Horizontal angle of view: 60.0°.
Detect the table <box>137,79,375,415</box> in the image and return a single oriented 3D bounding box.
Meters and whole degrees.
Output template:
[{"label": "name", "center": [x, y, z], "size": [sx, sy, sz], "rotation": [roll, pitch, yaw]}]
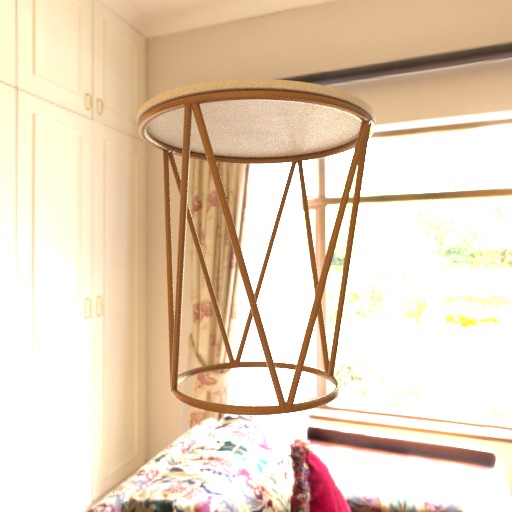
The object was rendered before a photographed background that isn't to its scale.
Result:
[{"label": "table", "center": [0.000, 0.000, 0.959], "size": [0.500, 0.564, 0.500], "rotation": [0, -1, 0]}]
